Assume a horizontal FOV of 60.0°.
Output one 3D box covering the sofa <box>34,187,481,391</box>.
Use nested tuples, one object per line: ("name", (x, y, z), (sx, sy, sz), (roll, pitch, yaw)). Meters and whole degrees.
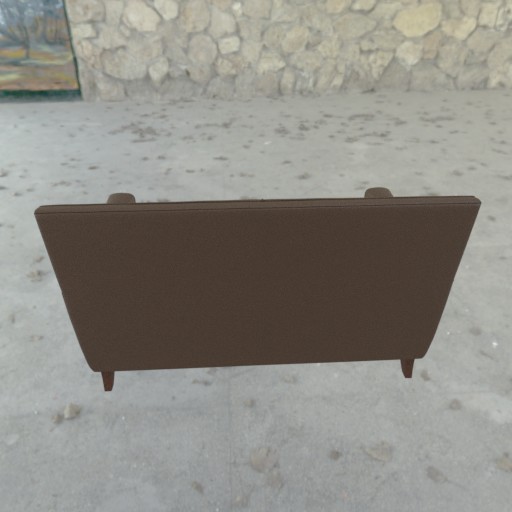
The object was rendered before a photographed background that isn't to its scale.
("sofa", (0.000, 0.000, 2.017), (1.468, 0.859, 0.853), (-2, 30, -3))
